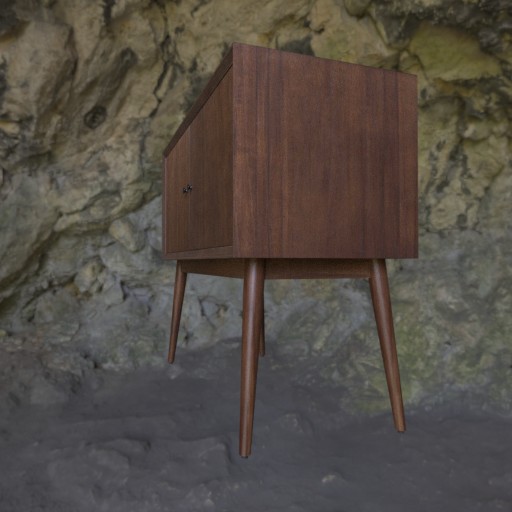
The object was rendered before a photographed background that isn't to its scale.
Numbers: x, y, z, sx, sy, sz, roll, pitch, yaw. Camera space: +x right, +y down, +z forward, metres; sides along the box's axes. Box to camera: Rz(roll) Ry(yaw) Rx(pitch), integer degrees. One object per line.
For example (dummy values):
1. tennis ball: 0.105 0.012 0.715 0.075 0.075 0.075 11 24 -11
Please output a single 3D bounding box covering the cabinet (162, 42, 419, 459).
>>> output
1. cabinet: 0.000 0.000 1.093 0.354 0.654 0.743 0 -1 -20
